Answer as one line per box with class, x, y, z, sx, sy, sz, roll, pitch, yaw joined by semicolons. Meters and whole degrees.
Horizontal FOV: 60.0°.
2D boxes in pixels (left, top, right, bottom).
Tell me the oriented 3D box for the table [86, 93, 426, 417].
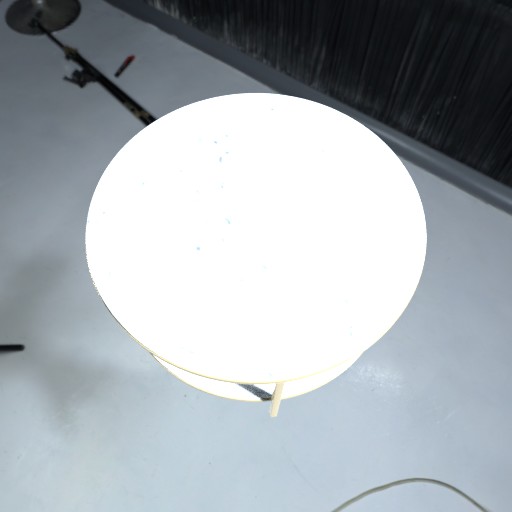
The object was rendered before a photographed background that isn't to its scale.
table;0.000;0.000;1.248;0.800;0.450;0.800;0;61;0
